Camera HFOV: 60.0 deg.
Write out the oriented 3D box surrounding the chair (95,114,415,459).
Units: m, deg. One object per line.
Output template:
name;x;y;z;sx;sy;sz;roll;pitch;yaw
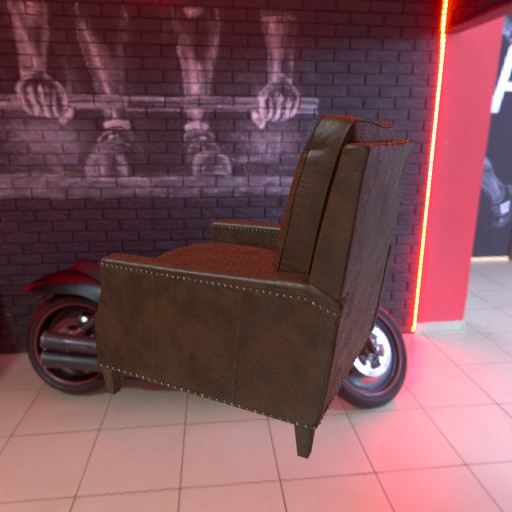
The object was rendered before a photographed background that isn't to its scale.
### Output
chair;0.000;0.000;1.781;1.035;1.054;0.854;7;17;25
